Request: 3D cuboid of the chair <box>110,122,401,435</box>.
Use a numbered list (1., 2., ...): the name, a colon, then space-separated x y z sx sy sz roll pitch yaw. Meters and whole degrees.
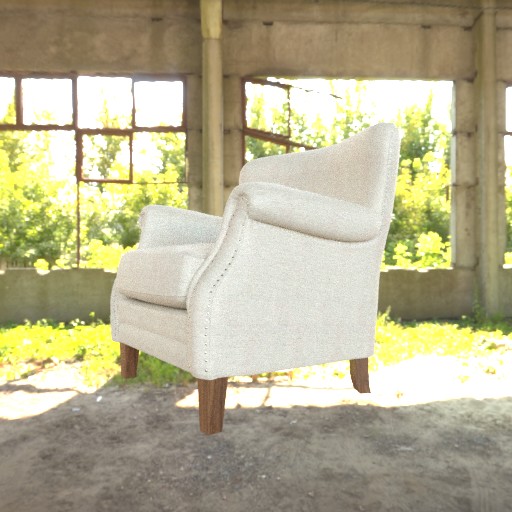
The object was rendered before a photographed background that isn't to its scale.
1. chair: 0.000 0.000 1.653 0.921 0.936 0.861 0 0 -37
